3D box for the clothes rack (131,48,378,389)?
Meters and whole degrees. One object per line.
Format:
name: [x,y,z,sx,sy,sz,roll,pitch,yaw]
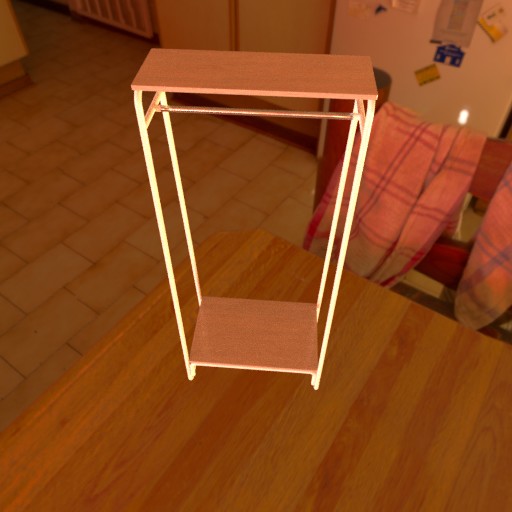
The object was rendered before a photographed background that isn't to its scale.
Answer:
clothes rack: [0.000,0.000,1.772,0.640,1.512,0.400,3,48,3]
